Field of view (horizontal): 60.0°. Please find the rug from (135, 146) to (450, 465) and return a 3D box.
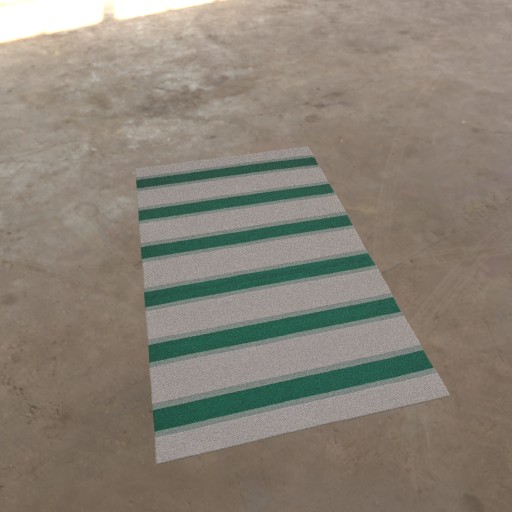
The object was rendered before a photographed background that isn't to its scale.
[{"bbox_3d":[0.000,0.000,3.014,1.521,0.015,2.436,-9,47,-9],"label":"rug"}]
